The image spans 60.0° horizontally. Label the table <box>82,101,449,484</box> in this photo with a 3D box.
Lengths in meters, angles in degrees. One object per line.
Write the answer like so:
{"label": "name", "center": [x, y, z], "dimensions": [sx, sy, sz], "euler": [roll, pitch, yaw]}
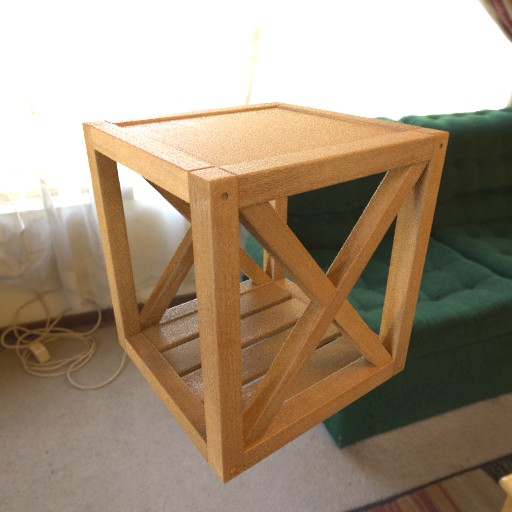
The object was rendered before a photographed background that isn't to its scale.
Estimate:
{"label": "table", "center": [0.000, 0.000, 1.068], "dimensions": [0.559, 0.610, 0.558], "euler": [-18, 32, -32]}
